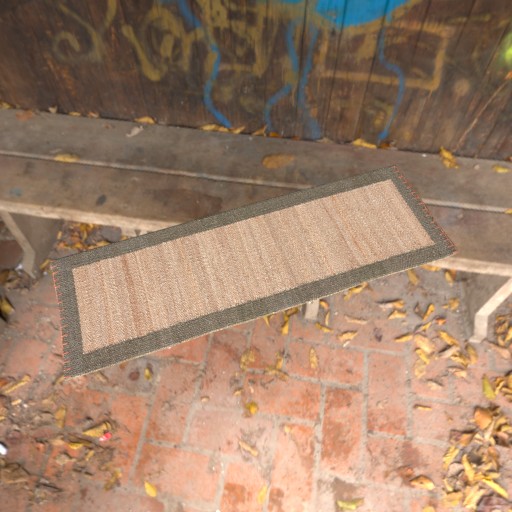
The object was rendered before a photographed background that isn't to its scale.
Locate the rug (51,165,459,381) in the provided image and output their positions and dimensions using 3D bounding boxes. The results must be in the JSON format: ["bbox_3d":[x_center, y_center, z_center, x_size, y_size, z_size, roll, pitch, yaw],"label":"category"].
[{"bbox_3d":[0.000,0.000,2.753,2.413,0.016,0.810,-16,58,-11],"label":"rug"}]
